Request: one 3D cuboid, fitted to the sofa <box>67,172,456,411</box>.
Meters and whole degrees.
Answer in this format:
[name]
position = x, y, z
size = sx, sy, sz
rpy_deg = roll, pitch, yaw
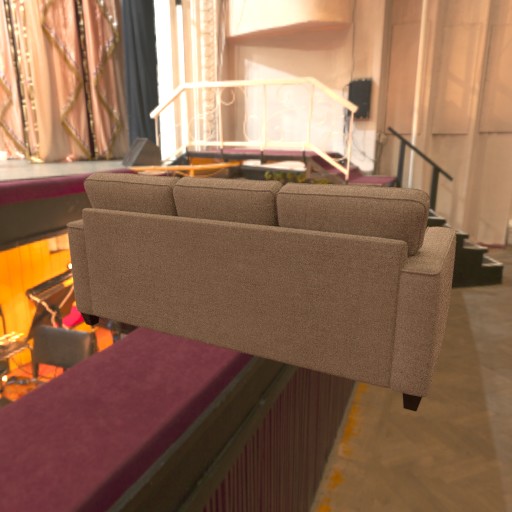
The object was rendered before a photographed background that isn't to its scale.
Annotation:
[sofa]
position = 0.000, 0.000, 2.640
size = 2.133, 0.965, 0.939
rpy_deg = 8, 17, 26
